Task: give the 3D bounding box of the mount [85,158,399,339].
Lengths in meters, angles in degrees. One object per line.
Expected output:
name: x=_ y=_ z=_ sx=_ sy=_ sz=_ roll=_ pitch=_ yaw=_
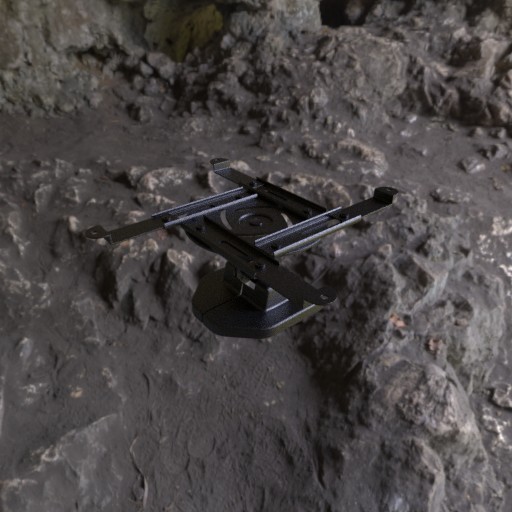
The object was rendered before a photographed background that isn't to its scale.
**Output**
mount: x=0.000 y=0.000 z=0.608 sx=0.394 sy=0.141 sz=0.394 roll=-23 pitch=38 yaw=-32
